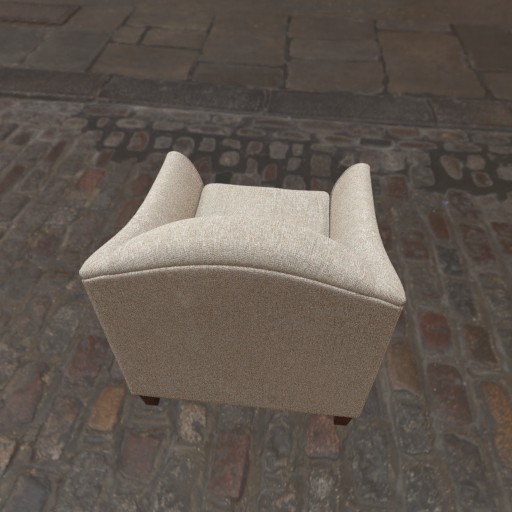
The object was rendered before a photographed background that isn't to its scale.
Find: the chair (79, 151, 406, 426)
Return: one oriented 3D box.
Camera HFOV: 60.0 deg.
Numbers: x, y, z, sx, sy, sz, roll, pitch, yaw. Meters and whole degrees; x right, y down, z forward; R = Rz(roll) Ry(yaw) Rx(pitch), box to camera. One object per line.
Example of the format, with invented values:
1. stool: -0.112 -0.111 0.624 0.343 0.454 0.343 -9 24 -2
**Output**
1. chair: 0.000 0.000 1.477 0.763 0.839 0.787 5 46 4
